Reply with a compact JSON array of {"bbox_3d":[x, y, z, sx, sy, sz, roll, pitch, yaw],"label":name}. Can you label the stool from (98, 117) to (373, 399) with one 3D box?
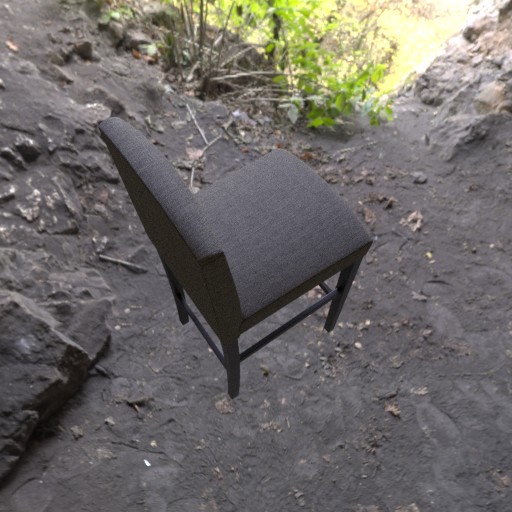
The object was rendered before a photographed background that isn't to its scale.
[{"bbox_3d":[0.000,0.000,1.414,0.552,1.138,0.451,-31,64,-17],"label":"stool"}]
